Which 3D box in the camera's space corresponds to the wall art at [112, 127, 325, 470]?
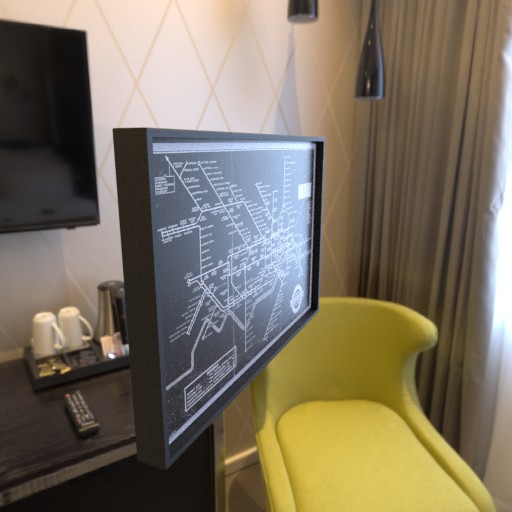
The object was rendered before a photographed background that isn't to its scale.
[{"bbox_3d":[0.000,0.000,0.860,0.051,0.456,0.671,7,15,25],"label":"wall art"}]
